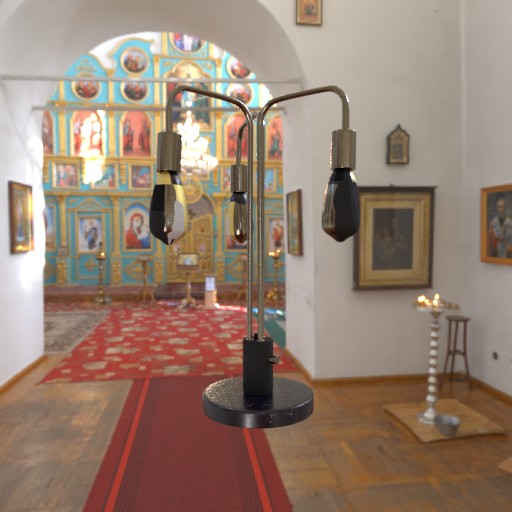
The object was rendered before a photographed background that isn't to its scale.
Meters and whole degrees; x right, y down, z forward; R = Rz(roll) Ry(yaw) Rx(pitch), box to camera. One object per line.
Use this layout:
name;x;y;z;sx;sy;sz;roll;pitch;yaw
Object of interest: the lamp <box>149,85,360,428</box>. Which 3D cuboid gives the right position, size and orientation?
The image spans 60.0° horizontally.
lamp;0.000;0.000;0.786;0.368;0.560;0.355;1;1;37
